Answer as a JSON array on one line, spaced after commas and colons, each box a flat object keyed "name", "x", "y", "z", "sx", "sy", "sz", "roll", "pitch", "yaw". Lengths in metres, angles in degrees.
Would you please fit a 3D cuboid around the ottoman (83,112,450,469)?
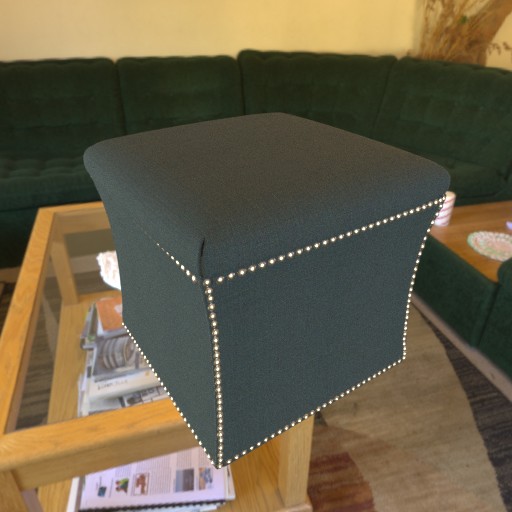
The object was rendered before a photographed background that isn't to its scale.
[{"name": "ottoman", "x": 0.000, "y": 0.000, "z": 0.903, "sx": 0.507, "sy": 0.475, "sz": 0.497, "roll": -19, "pitch": 36, "yaw": -29}]
